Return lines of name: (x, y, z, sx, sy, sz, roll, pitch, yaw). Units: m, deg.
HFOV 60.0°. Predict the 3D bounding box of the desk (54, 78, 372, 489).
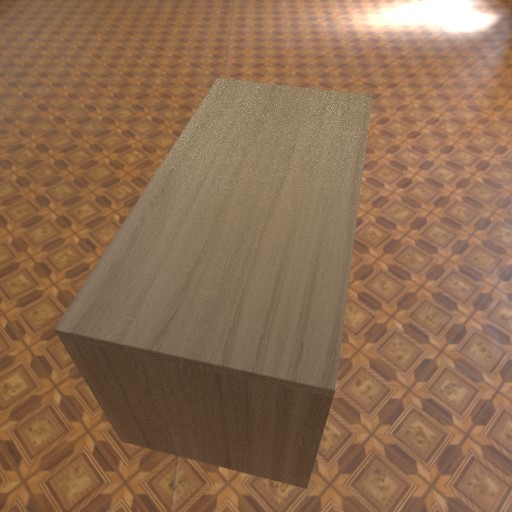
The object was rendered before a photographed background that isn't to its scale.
desk: (0.000, 0.000, 1.762, 0.690, 0.745, 1.380, 10, 48, 9)
